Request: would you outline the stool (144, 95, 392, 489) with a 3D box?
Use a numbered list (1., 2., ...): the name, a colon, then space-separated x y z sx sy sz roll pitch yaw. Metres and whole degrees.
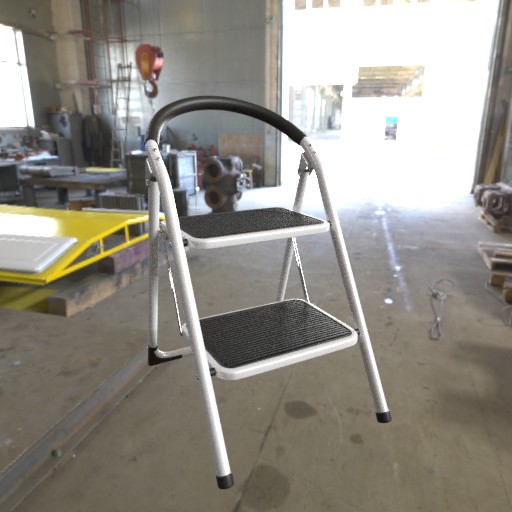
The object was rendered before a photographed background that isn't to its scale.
1. stool: 0.000 0.000 1.082 0.453 0.760 0.559 -9 19 -27
